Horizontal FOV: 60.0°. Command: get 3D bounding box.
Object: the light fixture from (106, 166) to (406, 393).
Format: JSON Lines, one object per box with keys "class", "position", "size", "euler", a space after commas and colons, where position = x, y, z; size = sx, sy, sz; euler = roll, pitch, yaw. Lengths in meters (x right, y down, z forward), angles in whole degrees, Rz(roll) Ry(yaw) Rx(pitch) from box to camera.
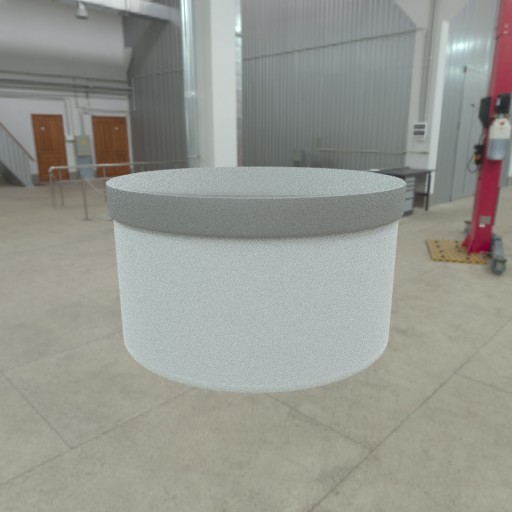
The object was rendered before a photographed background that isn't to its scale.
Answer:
{"class": "light fixture", "position": [0.000, 0.000, 0.639], "size": [0.393, 0.229, 0.393], "euler": [0, 15, 0]}
